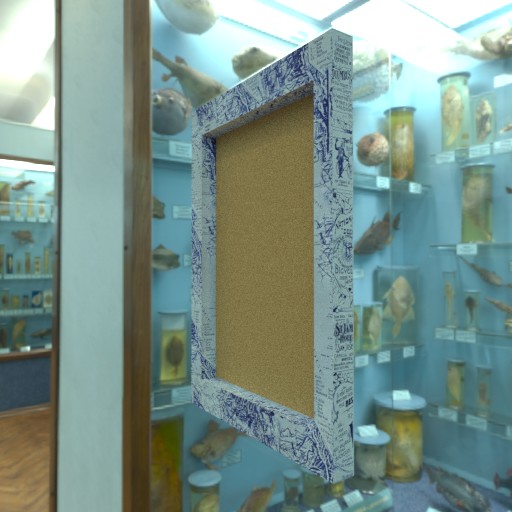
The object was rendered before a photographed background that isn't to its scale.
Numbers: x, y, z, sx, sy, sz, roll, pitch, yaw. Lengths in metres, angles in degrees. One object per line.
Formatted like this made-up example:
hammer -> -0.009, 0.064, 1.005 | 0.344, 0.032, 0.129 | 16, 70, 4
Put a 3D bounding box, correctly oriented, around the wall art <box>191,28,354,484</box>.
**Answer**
wall art -> 0.000, 0.000, 0.476 | 0.025, 0.376, 0.255 | 1, -1, -35
